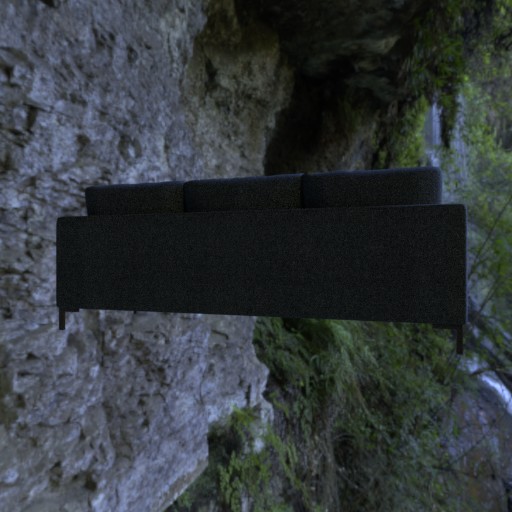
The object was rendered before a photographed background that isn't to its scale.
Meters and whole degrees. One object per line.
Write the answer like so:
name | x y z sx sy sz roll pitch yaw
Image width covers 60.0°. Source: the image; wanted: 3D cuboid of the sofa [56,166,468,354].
sofa | 0.000 0.000 2.675 2.218 0.874 0.859 0 0 18
